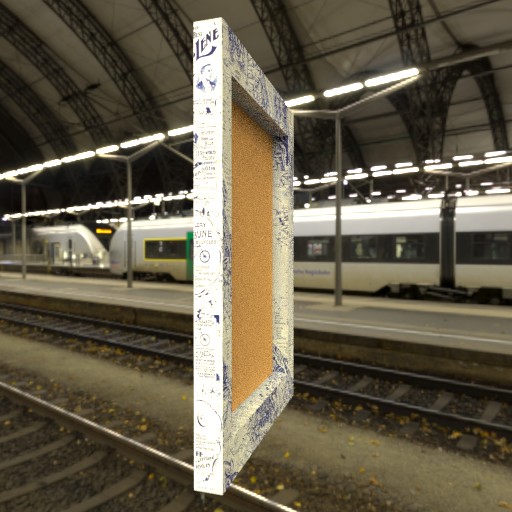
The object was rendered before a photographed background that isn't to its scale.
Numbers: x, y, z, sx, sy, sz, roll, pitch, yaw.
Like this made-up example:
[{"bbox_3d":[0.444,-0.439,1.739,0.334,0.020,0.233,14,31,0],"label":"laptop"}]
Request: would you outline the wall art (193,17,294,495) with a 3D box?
[{"bbox_3d":[0.000,0.000,0.473,0.025,0.376,0.255,0,1,17],"label":"wall art"}]
